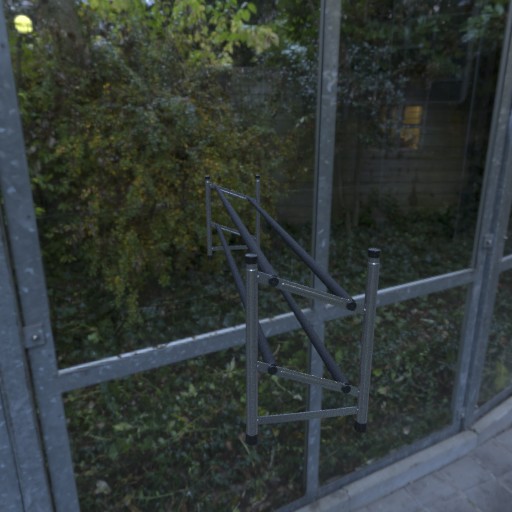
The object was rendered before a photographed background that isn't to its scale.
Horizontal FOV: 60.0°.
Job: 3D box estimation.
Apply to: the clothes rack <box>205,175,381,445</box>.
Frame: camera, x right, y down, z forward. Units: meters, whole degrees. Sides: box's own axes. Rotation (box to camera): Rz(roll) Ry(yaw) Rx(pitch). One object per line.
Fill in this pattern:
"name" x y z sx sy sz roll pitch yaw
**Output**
"clothes rack" 0.000 0.000 1.302 0.229 0.349 1.168 -3 17 -9
